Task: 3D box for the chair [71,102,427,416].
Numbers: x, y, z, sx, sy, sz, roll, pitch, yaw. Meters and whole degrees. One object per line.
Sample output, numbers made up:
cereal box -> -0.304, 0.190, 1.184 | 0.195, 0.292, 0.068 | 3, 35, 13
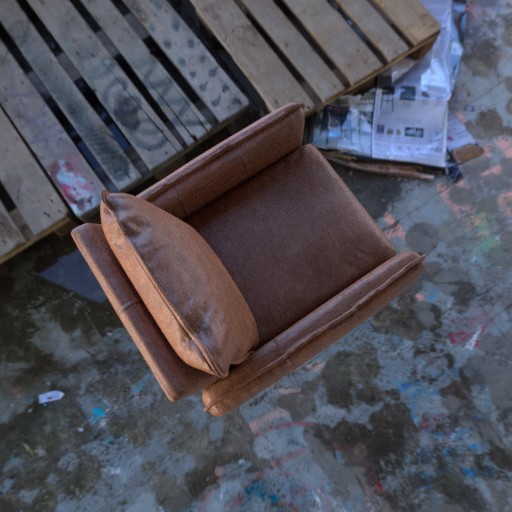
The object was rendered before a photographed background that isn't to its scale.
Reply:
chair -> 0.000, 0.000, 1.618 | 0.922, 0.922, 0.830 | -33, 78, -8
